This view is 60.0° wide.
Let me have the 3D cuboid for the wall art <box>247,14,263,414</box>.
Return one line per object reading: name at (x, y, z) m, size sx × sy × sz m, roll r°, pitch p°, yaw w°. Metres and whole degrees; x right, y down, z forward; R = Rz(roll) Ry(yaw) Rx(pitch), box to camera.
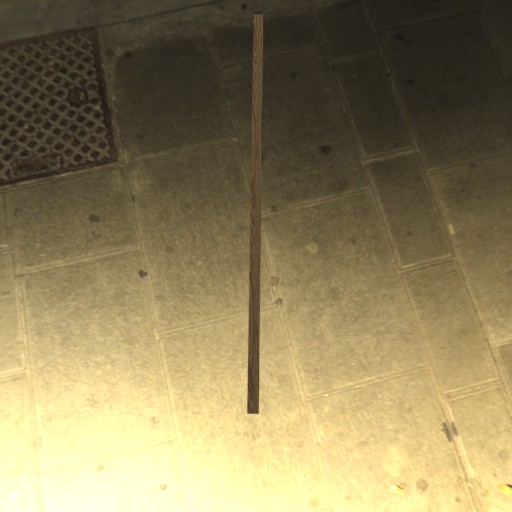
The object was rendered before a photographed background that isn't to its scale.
wall art at (0.000, 0.000, 0.778) m, size 0.011 × 0.605 × 0.458 m, roll 1°, pitch 77°, yaw 0°
